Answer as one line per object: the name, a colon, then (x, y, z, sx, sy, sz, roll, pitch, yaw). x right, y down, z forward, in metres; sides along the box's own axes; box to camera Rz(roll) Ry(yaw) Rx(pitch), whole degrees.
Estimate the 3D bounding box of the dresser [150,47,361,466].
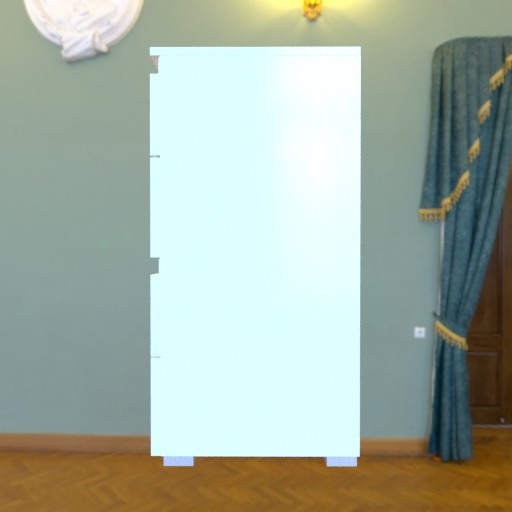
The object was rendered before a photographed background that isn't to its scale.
dresser: (0.000, 0.000, 1.169, 0.400, 0.800, 0.650, 0, 1, 0)
